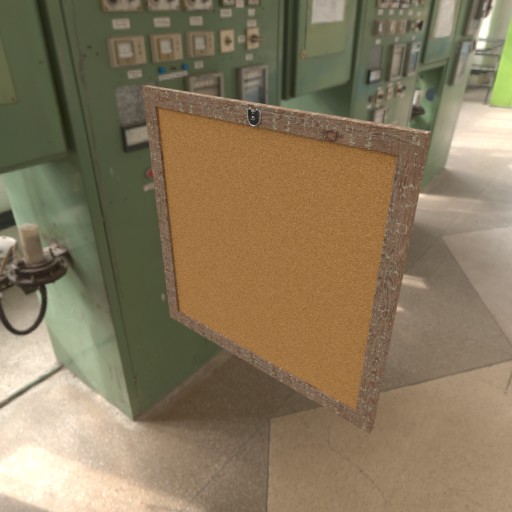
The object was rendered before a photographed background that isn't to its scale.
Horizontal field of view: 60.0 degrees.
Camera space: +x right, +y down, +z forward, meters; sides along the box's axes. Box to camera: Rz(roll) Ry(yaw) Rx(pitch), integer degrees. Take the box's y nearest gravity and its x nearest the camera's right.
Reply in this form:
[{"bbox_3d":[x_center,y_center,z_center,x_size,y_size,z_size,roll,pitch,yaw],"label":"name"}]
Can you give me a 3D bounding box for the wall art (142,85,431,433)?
[{"bbox_3d":[0.000,0.000,0.582,0.384,0.384,0.012,22,37,33],"label":"wall art"}]
